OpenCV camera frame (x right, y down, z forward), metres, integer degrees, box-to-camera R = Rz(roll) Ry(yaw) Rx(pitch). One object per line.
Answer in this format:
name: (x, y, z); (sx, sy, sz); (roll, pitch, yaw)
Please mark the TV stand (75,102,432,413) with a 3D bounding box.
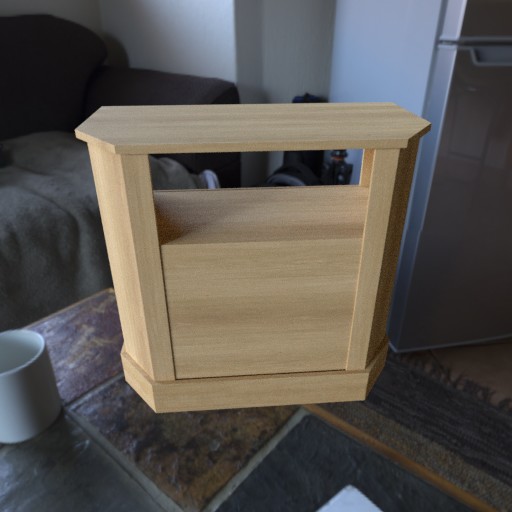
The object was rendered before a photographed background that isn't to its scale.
TV stand: (0.000, 0.000, 1.302); (0.851, 0.781, 0.425); (-2, 29, -4)
